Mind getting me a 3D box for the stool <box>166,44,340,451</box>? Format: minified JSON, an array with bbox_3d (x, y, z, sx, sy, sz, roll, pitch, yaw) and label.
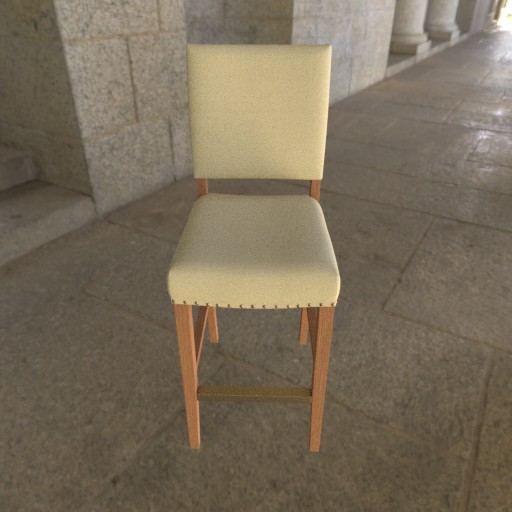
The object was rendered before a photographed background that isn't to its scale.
[{"bbox_3d":[0.000,0.000,1.406,0.445,1.168,0.584,1,31,1],"label":"stool"}]
